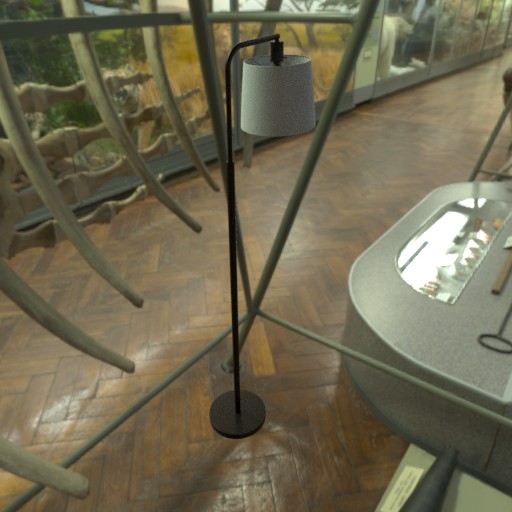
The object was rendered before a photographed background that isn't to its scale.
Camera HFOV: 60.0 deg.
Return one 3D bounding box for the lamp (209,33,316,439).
[{"bbox_3d":[0.000,0.000,1.656,0.254,1.478,0.508,21,36,32],"label":"lamp"}]
